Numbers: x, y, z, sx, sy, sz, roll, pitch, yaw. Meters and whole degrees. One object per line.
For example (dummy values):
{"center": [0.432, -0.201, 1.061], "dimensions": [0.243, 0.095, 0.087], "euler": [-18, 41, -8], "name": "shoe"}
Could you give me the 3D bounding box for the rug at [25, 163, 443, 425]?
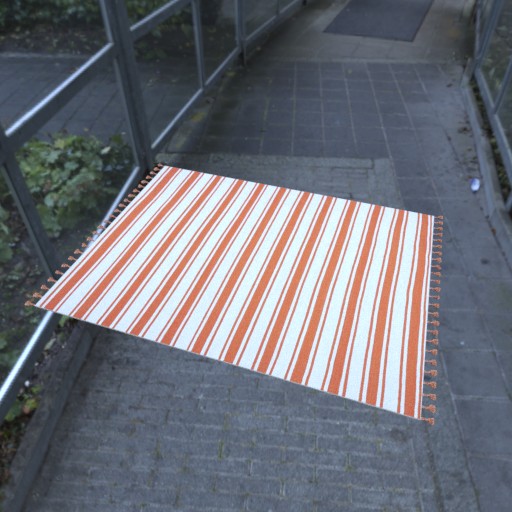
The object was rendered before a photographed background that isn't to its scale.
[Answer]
{"center": [0.000, 0.000, 4.237], "dimensions": [3.369, 0.035, 2.451], "euler": [13, 44, 14], "name": "rug"}
